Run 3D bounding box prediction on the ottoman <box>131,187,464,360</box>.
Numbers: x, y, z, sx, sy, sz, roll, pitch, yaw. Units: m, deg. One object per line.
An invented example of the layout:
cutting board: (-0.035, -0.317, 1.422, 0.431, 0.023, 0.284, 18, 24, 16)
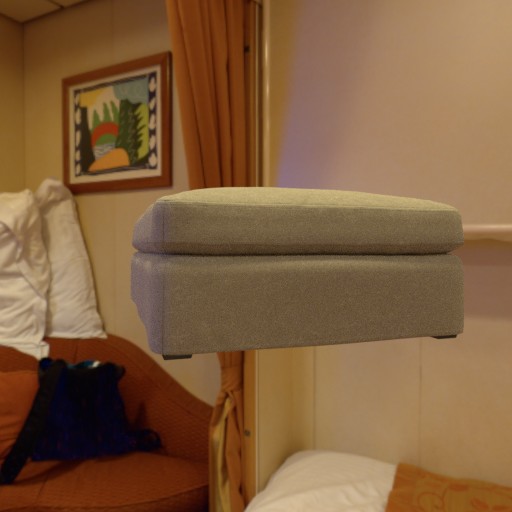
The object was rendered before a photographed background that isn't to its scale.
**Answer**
ottoman: (0.000, 0.000, 1.610, 0.840, 0.429, 1.199, 0, 1, -18)
